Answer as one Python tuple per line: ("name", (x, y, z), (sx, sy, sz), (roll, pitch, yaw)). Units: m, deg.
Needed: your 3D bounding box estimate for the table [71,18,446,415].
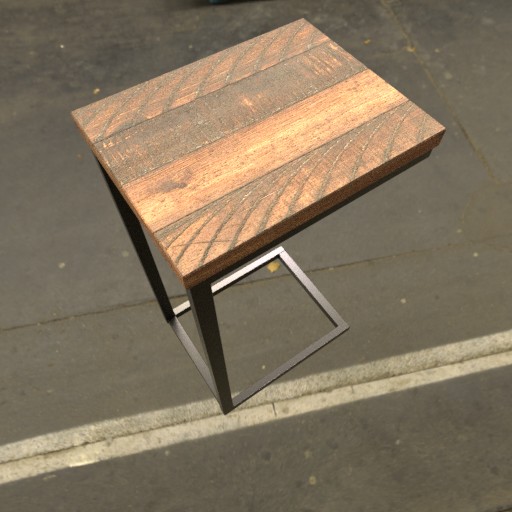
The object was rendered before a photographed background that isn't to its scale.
("table", (0.000, 0.000, 0.919), (0.414, 0.718, 0.323), (-30, 63, -17))
